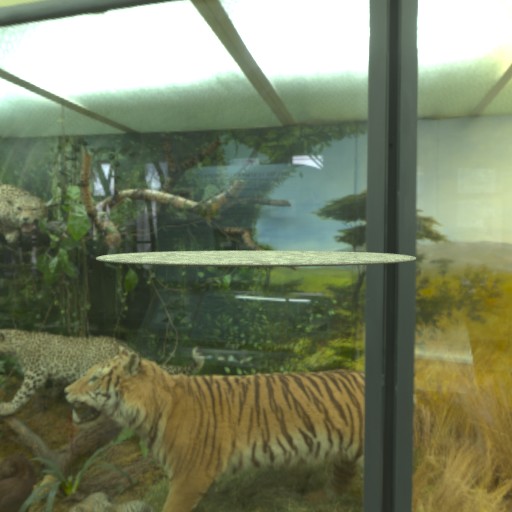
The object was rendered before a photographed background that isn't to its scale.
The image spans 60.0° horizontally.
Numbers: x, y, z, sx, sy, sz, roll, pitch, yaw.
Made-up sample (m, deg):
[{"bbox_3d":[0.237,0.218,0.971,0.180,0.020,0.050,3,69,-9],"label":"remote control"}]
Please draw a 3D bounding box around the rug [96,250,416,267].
[{"bbox_3d":[0.000,0.000,2.342,1.593,0.012,1.593,0,2,0],"label":"rug"}]
